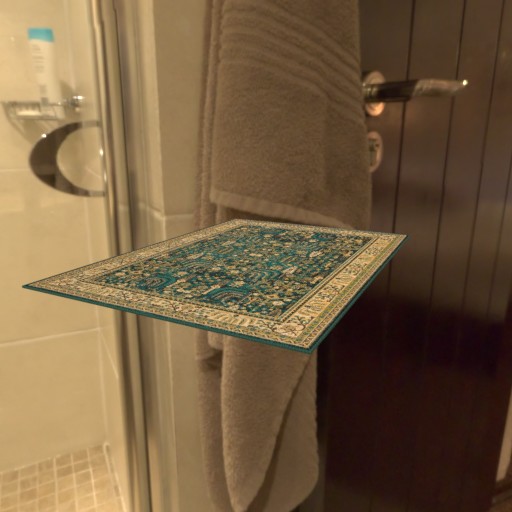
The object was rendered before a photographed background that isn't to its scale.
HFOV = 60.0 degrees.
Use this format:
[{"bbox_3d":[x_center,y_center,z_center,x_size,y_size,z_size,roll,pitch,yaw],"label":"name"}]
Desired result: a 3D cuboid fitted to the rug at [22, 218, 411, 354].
[{"bbox_3d":[0.000,0.000,2.897,1.594,0.013,2.213,8,17,26],"label":"rug"}]
